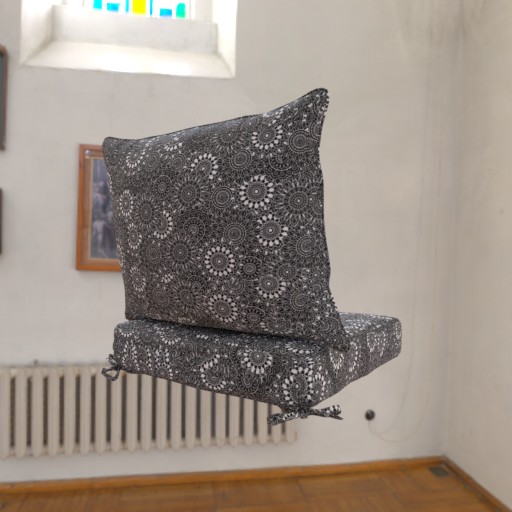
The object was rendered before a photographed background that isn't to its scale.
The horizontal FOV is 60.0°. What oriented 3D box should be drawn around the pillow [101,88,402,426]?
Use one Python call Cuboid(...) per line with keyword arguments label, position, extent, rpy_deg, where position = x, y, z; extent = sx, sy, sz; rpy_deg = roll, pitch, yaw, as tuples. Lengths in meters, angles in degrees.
Cuboid(label="pillow", position=(0.000, 0.000, 1.375), extent=(0.798, 0.722, 0.740), rpy_deg=(1, 1, 36))
